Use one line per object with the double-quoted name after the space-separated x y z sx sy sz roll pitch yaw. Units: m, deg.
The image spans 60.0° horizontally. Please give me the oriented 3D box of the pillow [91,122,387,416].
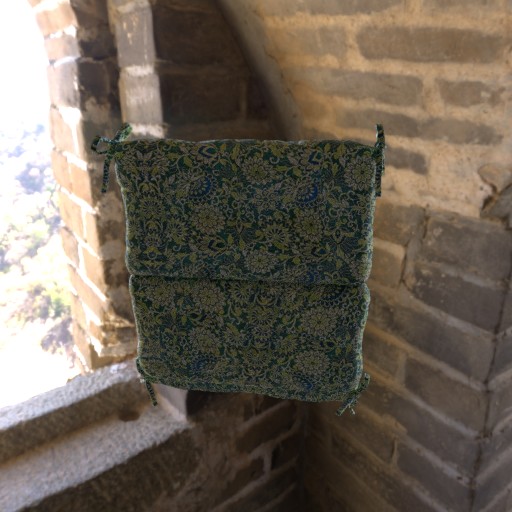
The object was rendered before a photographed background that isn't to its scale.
0.000 0.000 1.045 0.519 0.605 0.571 2 17 8 "pillow"
